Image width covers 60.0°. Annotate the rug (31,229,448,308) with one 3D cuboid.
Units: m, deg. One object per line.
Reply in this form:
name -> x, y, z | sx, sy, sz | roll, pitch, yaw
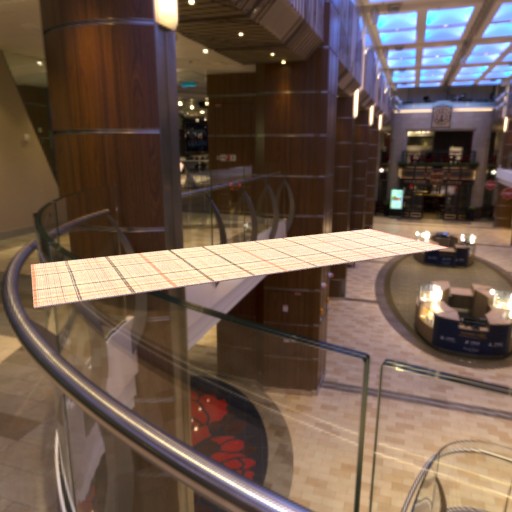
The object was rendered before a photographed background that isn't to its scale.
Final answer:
rug -> 0.000, 0.000, 2.689 | 2.439, 0.008, 0.762 | -7, 15, -26
